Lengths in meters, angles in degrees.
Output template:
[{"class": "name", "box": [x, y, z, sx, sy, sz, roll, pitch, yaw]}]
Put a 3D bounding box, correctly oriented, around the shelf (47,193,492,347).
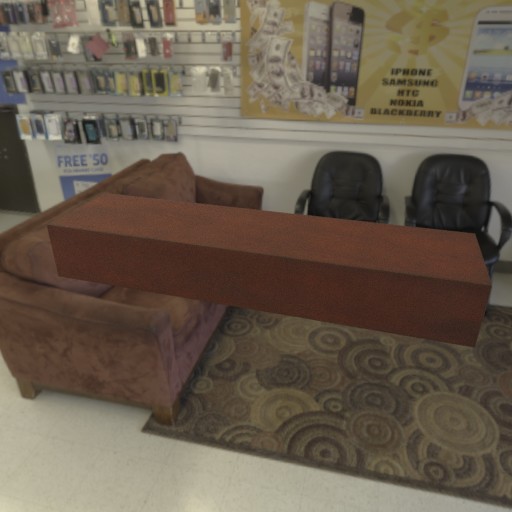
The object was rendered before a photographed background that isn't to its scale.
[{"class": "shelf", "box": [0.000, 0.000, 0.666, 0.607, 0.088, 0.152, 8, 28, 15]}]
